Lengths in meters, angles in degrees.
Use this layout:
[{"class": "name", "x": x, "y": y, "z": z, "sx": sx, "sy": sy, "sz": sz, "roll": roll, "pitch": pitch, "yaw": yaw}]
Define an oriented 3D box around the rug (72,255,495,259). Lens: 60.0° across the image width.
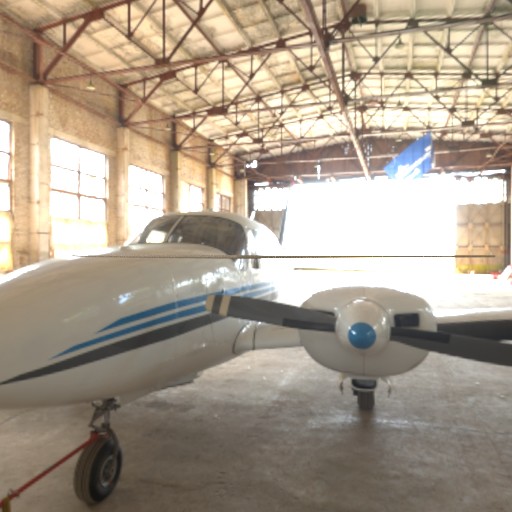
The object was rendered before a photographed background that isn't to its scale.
[{"class": "rug", "x": 0.000, "y": 0.000, "z": 3.962, "sx": 2.407, "sy": 0.020, "sz": 3.051, "roll": 0, "pitch": 0, "yaw": -36}]
